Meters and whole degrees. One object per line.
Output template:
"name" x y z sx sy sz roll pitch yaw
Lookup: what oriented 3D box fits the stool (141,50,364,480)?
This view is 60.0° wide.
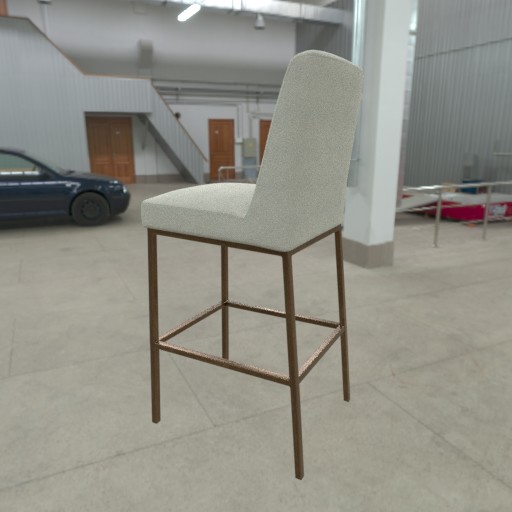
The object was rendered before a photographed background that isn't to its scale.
"stool" 0.000 0.000 1.365 0.546 1.084 0.462 8 17 28
